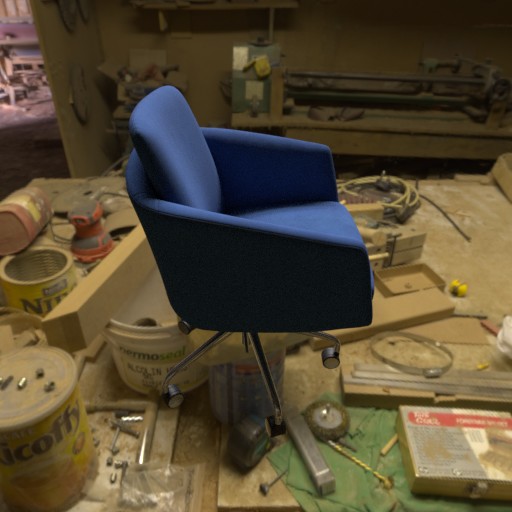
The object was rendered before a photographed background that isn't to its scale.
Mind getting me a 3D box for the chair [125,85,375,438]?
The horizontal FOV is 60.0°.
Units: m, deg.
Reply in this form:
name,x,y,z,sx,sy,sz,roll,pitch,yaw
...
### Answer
name,x,y,z,sx,sy,sz,roll,pitch,yaw
chair,0.000,0.000,1.334,0.635,0.908,0.641,0,32,0
